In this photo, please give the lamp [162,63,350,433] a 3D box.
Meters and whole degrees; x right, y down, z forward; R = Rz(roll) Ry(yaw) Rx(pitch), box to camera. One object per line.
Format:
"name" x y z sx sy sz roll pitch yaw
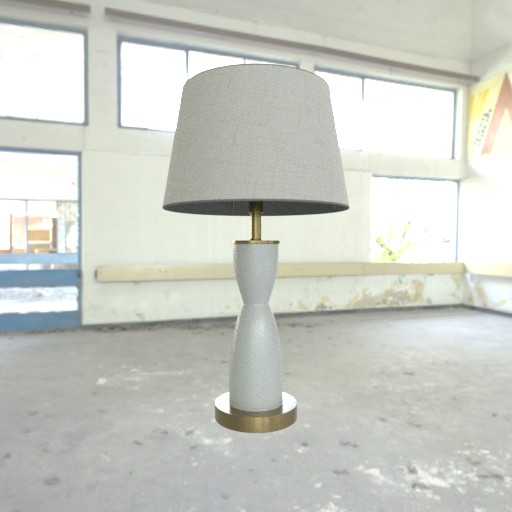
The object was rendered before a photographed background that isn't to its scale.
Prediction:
"lamp" 0.000 0.000 0.749 0.309 0.545 0.309 0 1 0
